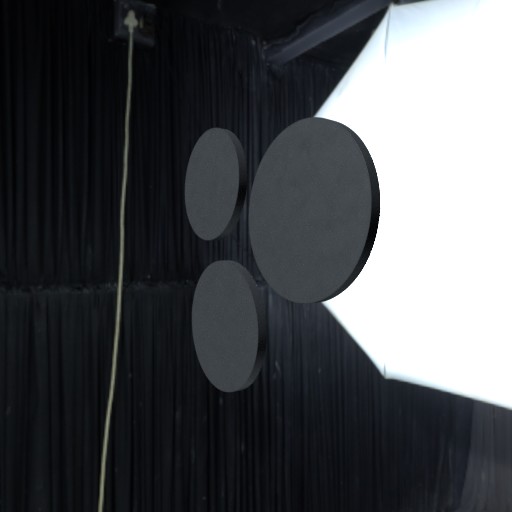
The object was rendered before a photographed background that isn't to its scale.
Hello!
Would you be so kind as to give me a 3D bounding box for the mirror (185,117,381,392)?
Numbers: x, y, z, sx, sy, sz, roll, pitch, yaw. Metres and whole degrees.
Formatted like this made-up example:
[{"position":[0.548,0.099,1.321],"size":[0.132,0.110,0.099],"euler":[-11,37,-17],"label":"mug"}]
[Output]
[{"position":[0.000,0.000,3.150],"size":[0.076,2.096,2.160],"euler":[0,-1,-35],"label":"mirror"}]
